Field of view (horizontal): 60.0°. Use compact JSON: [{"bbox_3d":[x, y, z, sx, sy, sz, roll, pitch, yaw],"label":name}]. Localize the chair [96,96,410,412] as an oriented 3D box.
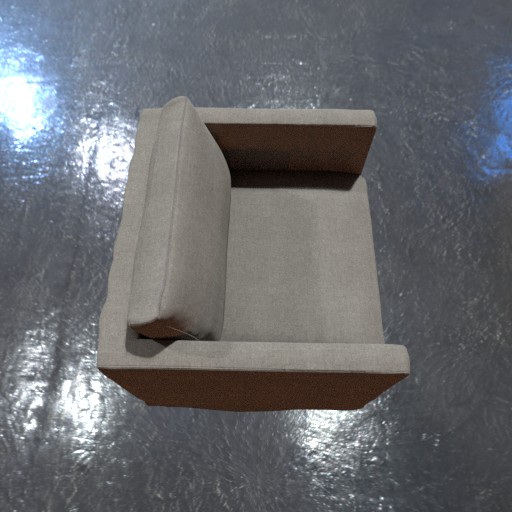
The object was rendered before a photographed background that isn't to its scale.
[{"bbox_3d":[0.000,0.000,1.742,0.949,0.863,1.057,1,63,1],"label":"chair"}]
